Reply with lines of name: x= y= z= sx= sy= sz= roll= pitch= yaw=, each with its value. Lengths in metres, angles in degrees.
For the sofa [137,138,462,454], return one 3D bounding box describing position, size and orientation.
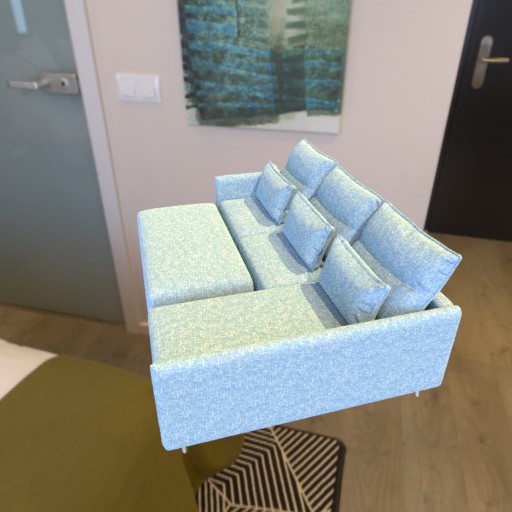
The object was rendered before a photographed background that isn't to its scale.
sofa: x=0.000 y=0.000 z=2.798 sx=1.420 sy=0.899 sz=2.034 roll=-8 pitch=32 yaw=-13
